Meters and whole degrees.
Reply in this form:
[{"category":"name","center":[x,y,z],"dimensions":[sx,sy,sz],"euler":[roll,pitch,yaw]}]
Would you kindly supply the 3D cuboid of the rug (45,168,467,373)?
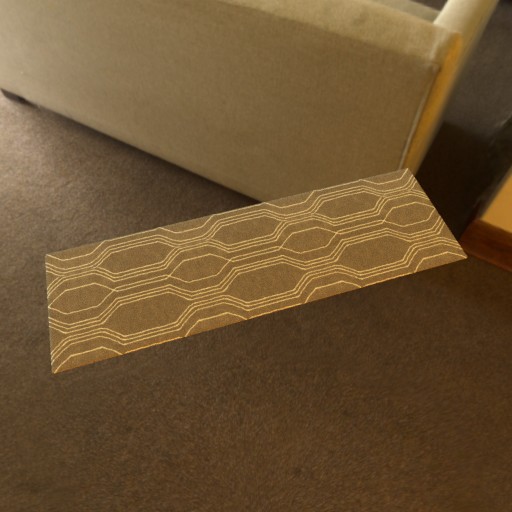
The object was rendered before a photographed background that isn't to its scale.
[{"category":"rug","center":[0.000,0.000,2.707],"dimensions":[2.464,0.012,0.773],"euler":[-14,59,-9]}]
